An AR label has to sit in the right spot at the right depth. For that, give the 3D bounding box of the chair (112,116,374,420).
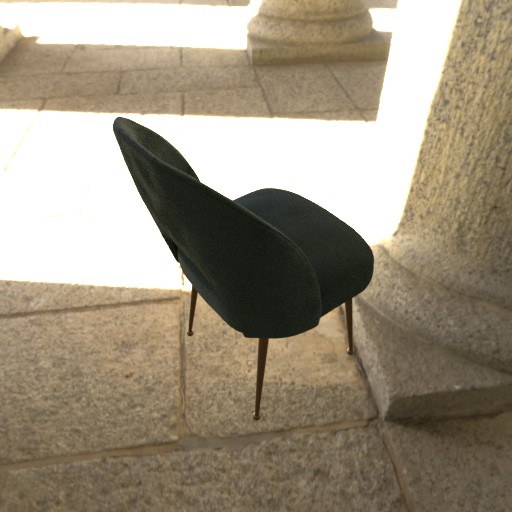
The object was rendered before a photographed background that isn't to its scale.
[{"bbox_3d":[0.000,0.000,1.221,0.577,0.860,0.527,-26,48,-27],"label":"chair"}]
